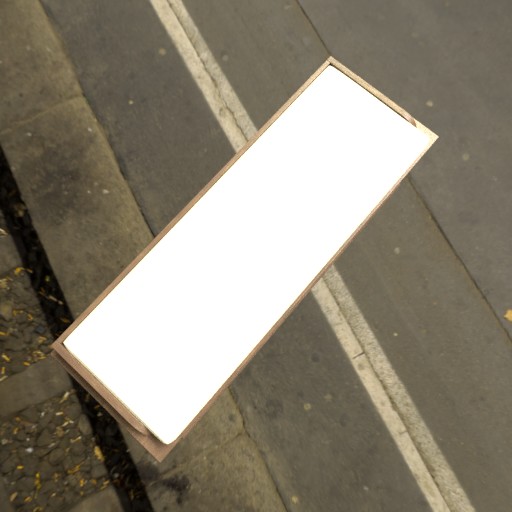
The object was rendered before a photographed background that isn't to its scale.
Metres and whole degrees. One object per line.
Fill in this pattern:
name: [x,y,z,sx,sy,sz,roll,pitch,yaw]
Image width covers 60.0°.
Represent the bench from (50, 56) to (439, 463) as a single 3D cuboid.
bench: [0.000,0.000,1.431,0.402,0.501,1.185,40,80,9]
